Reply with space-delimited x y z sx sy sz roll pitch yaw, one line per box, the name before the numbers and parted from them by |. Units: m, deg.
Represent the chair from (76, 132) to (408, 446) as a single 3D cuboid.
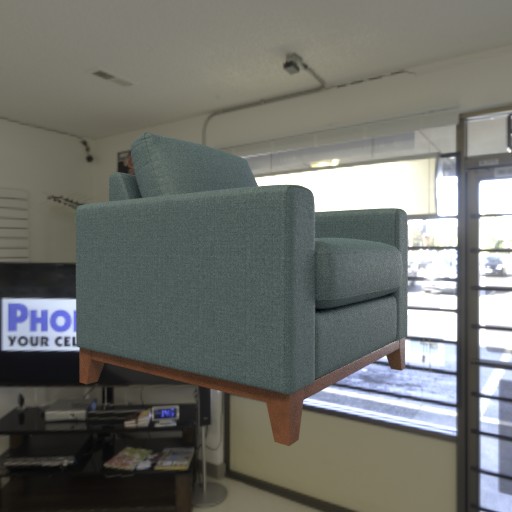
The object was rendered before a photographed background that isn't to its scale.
chair | 0.000 0.000 1.862 1.038 1.010 1.024 1 1 36
